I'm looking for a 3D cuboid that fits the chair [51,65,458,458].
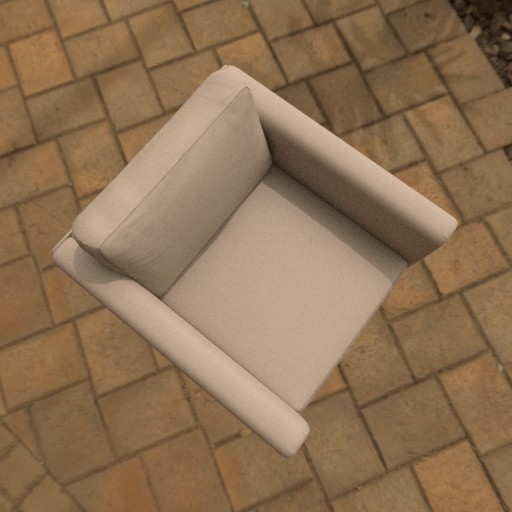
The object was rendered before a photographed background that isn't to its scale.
[{"bbox_3d":[0.000,0.000,1.621,0.959,0.838,0.914,37,79,9],"label":"chair"}]
